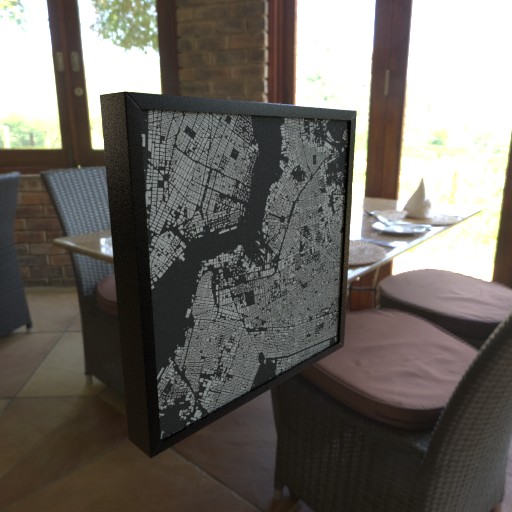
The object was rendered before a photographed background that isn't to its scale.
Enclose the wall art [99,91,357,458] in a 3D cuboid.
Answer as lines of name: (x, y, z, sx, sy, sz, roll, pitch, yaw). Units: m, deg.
wall art: (0.000, 0.000, 0.461, 0.037, 0.299, 0.299, 14, 20, 42)
